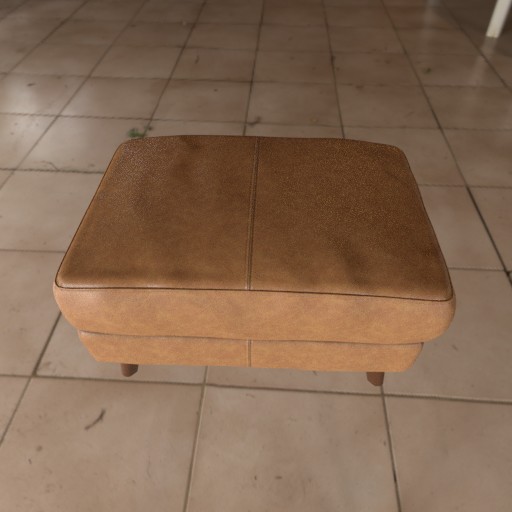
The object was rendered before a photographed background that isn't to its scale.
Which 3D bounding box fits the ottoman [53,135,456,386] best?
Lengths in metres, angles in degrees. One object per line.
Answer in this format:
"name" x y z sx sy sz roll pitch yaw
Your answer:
"ottoman" 0.000 0.000 1.218 0.869 0.461 0.630 2 45 2
